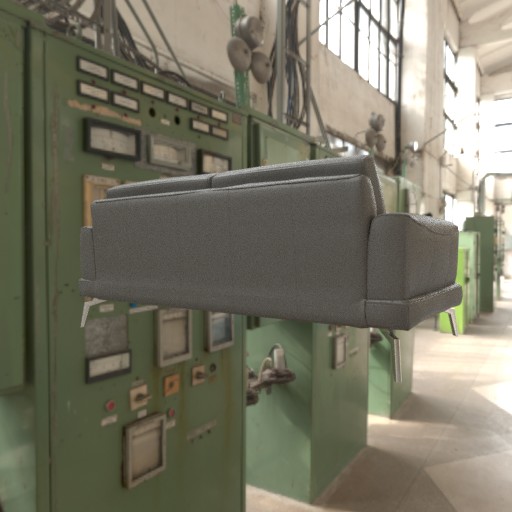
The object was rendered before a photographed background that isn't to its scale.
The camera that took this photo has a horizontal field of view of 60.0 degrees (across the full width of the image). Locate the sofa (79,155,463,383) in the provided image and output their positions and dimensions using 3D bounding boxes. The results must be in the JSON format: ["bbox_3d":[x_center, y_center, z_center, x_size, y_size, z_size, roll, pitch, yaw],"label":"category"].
[{"bbox_3d":[0.000,0.000,2.716,2.177,0.930,1.121,1,1,35],"label":"sofa"}]
